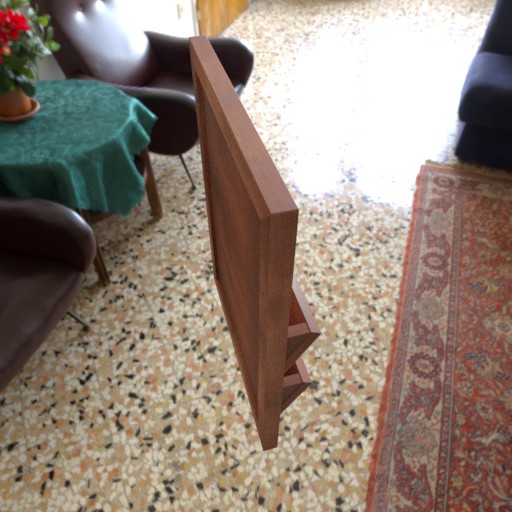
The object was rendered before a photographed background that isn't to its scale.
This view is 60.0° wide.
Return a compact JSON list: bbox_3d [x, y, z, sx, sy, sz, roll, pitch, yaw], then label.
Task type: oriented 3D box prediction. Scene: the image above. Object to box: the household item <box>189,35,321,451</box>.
[{"bbox_3d":[0.000,0.000,0.539,0.067,0.407,0.310,-12,47,-11],"label":"household item"}]
